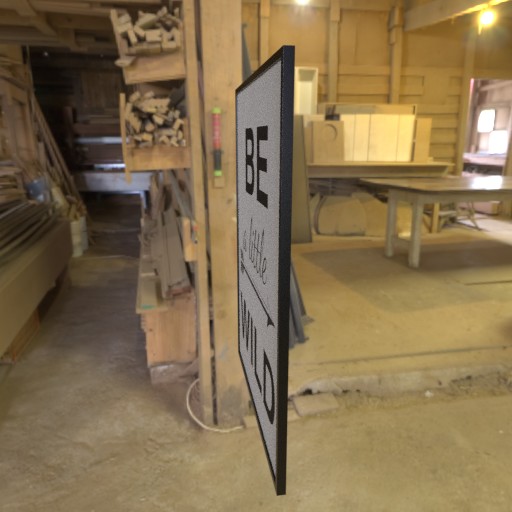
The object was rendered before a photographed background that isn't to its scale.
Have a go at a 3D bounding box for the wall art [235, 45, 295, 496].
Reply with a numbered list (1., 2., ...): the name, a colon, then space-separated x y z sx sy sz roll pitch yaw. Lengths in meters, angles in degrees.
1. wall art: 0.000 0.000 0.761 0.013 0.582 0.442 -2 15 -9
